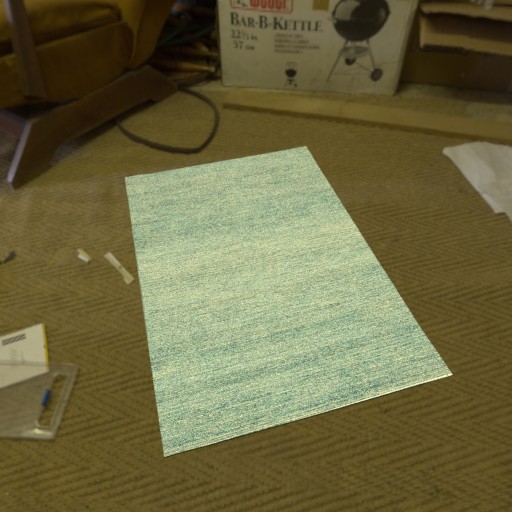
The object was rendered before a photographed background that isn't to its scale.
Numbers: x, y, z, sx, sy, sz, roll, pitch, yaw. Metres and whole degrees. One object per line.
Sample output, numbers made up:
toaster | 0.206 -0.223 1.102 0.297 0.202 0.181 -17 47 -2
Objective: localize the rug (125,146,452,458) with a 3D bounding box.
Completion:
rug | 0.000 0.000 5.349 2.802 0.052 4.078 -12 48 -11
